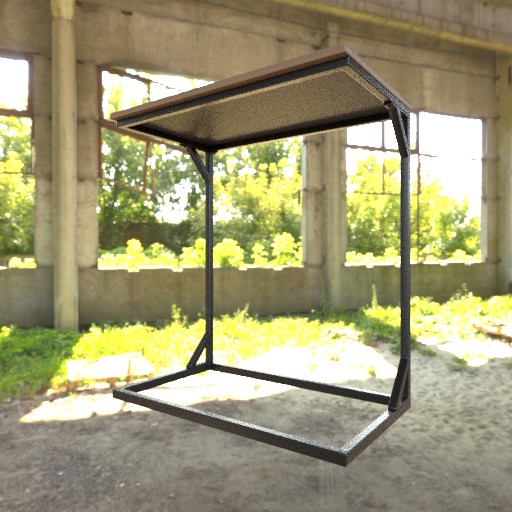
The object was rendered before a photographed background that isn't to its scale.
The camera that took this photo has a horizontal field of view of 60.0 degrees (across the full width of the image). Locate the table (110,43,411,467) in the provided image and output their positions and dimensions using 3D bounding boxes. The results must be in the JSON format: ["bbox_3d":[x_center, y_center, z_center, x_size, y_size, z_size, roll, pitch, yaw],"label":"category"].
[{"bbox_3d":[0.000,0.000,1.015,0.597,0.673,0.351,0,0,36],"label":"table"}]
